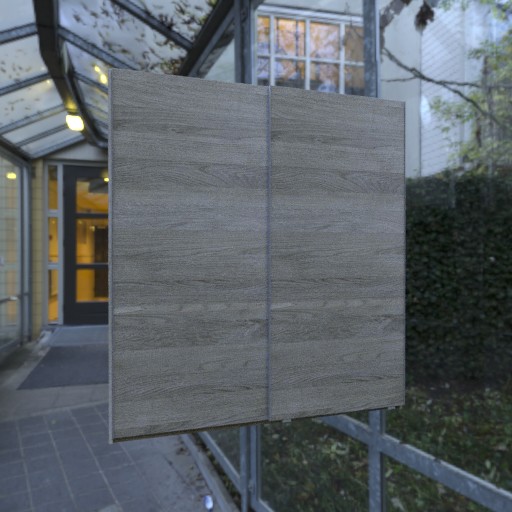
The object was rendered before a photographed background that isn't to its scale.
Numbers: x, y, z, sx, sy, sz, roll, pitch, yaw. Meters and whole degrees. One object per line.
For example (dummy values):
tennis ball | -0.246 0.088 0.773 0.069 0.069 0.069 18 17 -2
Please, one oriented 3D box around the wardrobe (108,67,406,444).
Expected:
wardrobe | 0.000 0.000 2.831 1.780 1.960 0.629 0 0 -18
